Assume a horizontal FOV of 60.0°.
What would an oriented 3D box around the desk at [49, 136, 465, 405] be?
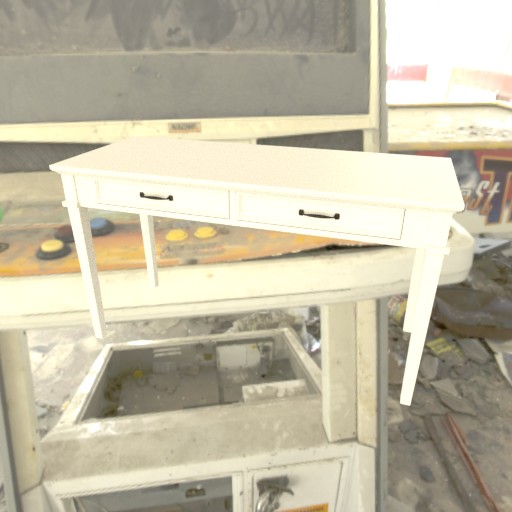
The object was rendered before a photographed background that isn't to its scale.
[{"bbox_3d":[0.000,0.000,1.800,1.372,0.774,0.559,8,27,16],"label":"desk"}]
